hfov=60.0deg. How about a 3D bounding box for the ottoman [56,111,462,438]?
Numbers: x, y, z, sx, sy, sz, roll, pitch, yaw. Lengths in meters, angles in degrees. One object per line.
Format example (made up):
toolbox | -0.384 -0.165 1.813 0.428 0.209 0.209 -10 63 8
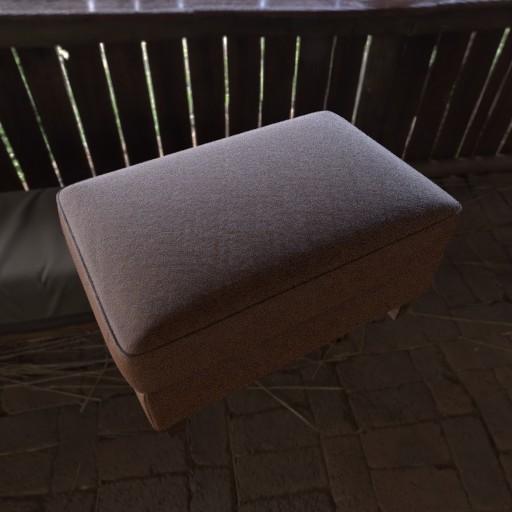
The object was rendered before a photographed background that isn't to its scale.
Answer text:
ottoman | 0.000 0.000 1.203 0.864 0.483 0.584 -22 50 -20
